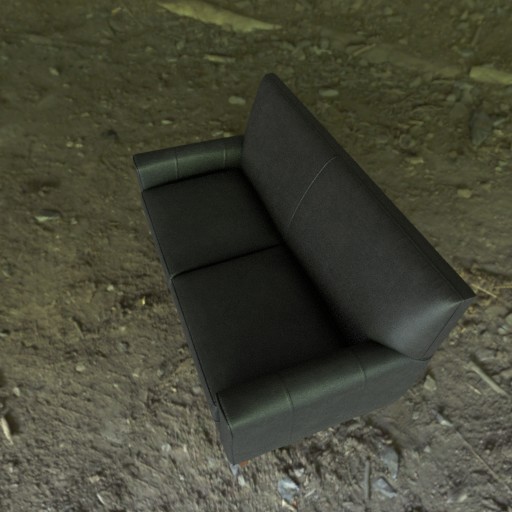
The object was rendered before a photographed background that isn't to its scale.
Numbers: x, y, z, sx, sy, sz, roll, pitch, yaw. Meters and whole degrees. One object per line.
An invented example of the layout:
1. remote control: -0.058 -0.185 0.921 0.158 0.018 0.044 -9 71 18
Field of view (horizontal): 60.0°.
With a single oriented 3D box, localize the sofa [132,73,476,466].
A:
1. sofa: 0.000 0.000 1.939 0.787 0.871 1.473 -16 50 -14
